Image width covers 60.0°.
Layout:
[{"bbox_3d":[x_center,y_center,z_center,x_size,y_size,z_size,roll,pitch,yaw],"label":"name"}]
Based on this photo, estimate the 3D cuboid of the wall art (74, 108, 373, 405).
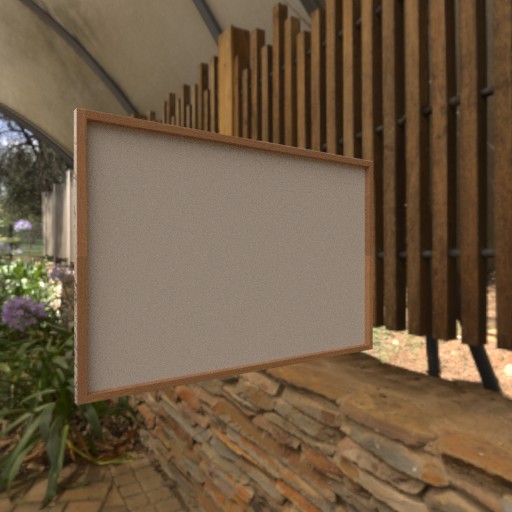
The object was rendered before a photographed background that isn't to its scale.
[{"bbox_3d":[0.000,0.000,1.178,0.914,0.607,0.023,0,0,-35],"label":"wall art"}]
